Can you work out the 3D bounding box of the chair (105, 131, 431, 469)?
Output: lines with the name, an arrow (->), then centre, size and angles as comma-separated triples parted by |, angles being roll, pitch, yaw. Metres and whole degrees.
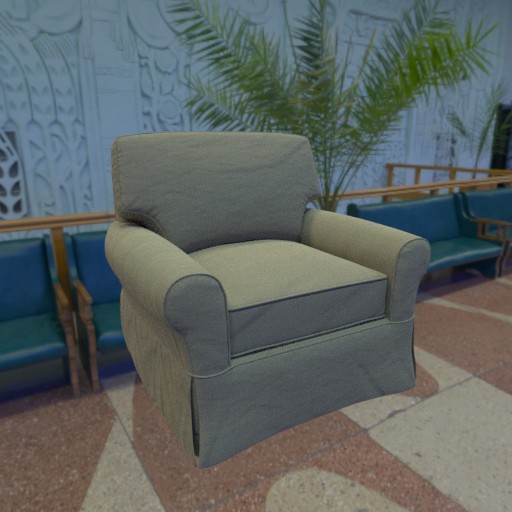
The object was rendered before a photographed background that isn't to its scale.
chair -> 0.000, 0.000, 1.870 | 1.135, 1.017, 0.988 | -8, 17, -29
